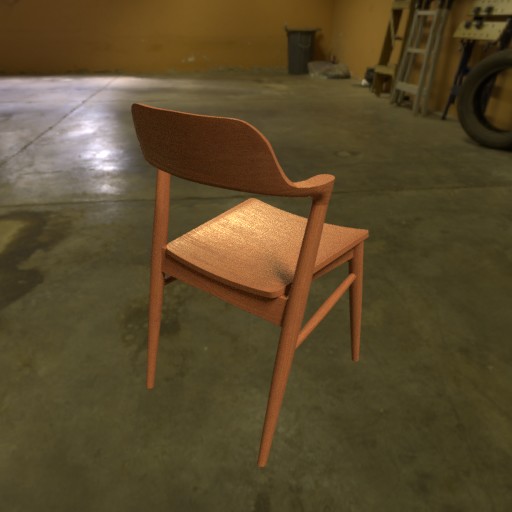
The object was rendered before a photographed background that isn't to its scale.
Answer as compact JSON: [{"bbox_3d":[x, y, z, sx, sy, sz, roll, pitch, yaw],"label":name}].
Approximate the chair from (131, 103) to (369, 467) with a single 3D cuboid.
[{"bbox_3d":[0.000,0.000,1.163,0.496,0.801,0.499,20,34,33],"label":"chair"}]
